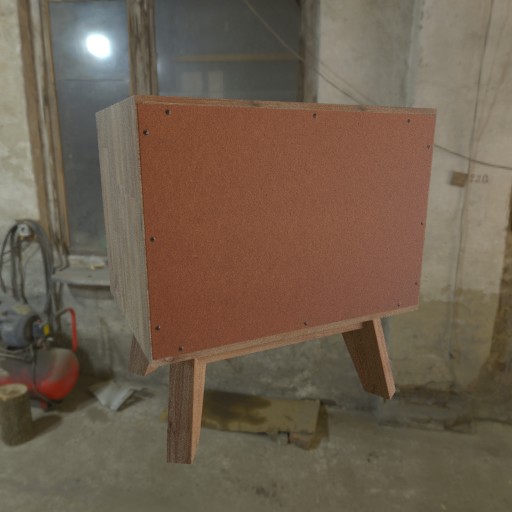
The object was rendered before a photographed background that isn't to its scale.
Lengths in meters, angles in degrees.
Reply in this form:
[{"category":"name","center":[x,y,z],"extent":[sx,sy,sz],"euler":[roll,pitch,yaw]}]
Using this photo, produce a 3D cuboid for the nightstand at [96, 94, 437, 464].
[{"category":"nightstand","center":[0.000,0.000,0.944],"extent":[0.552,0.589,0.396],"euler":[-7,16,-25]}]
